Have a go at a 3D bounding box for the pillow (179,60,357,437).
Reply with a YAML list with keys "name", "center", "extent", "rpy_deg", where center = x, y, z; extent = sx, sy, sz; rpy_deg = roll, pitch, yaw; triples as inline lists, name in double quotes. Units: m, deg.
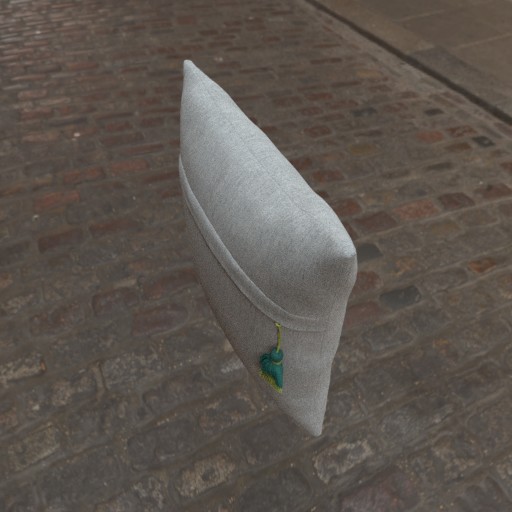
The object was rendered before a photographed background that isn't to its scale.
- name: "pillow"
  center: [0.000, 0.000, 0.678]
  extent: [0.173, 0.436, 0.433]
  rpy_deg: [-19, 50, -17]
